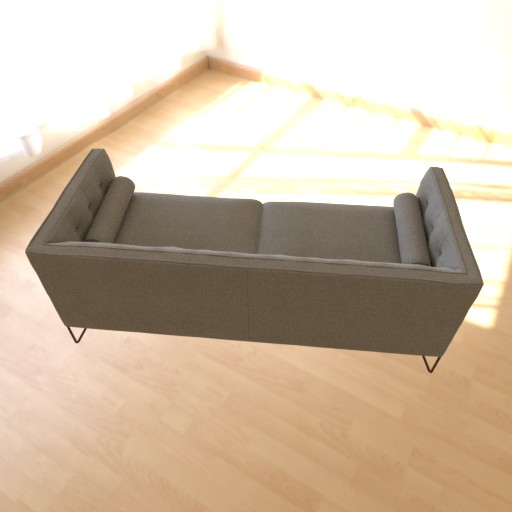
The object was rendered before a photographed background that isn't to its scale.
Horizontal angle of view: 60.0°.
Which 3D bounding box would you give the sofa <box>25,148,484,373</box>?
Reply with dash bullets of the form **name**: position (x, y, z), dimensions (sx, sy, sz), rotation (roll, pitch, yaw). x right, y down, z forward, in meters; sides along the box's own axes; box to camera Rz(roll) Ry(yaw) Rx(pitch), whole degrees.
- **sofa**: position (0.000, 0.000, 2.546), dimensions (2.079, 0.798, 0.912), rotation (4, 46, 4)
